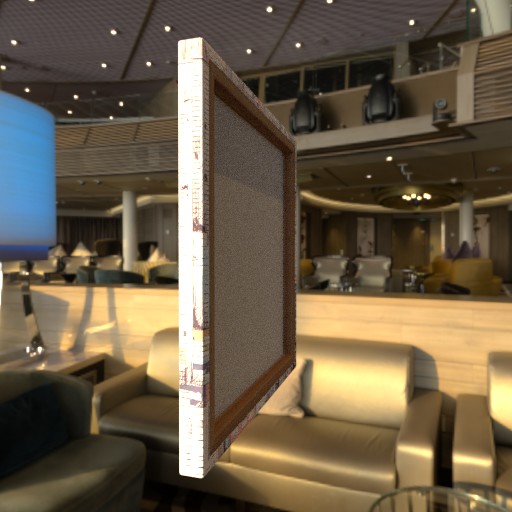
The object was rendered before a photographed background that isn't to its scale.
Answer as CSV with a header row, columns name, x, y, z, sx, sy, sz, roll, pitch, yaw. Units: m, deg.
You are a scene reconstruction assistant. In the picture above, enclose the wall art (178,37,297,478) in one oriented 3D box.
name,x,y,z,sx,sy,sz,roll,pitch,yaw
wall art,0.000,0.000,0.902,0.038,0.608,0.607,0,1,17
